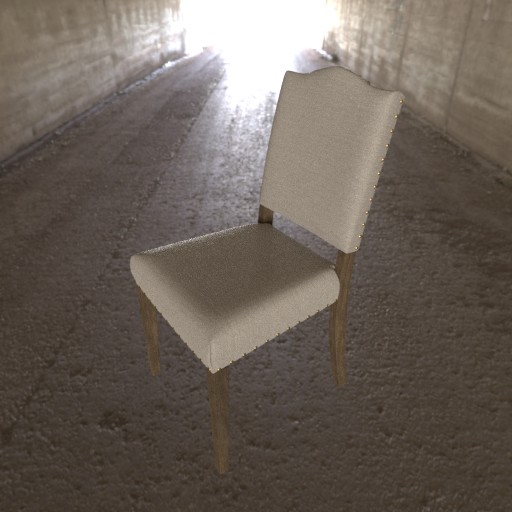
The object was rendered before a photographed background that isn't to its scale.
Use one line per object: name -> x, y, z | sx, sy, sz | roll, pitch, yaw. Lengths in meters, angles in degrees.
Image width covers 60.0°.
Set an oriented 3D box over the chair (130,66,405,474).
chair -> 0.000, 0.000, 1.337 | 0.620, 1.020, 0.508 | -20, 36, -30
